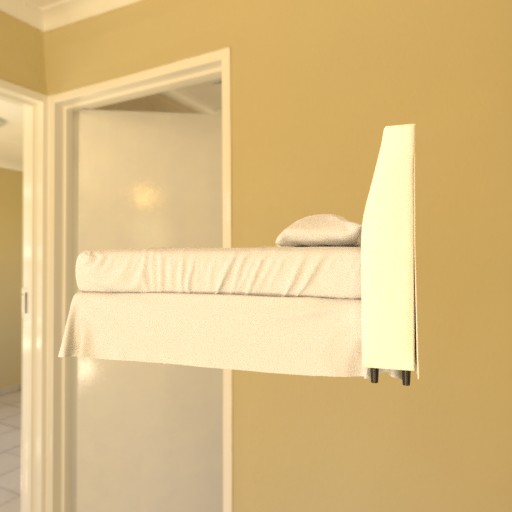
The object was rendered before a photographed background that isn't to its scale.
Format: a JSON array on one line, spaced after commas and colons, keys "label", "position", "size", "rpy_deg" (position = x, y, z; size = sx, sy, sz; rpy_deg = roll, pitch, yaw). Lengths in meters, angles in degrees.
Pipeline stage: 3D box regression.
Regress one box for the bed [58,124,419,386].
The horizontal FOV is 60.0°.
[{"label": "bed", "position": [0.000, 0.000, 3.421], "size": [2.276, 1.332, 1.925], "rpy_deg": [0, -1, 18]}]
